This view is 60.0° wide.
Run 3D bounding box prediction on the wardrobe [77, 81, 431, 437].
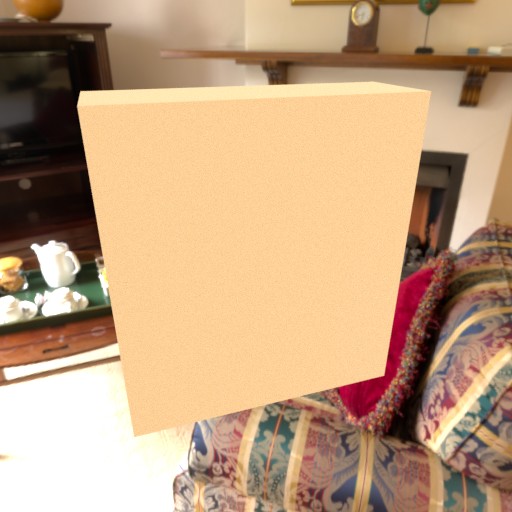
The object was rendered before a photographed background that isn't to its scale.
[{"bbox_3d":[0.000,0.000,2.884,1.830,2.020,0.600,-8,28,-16],"label":"wardrobe"}]
